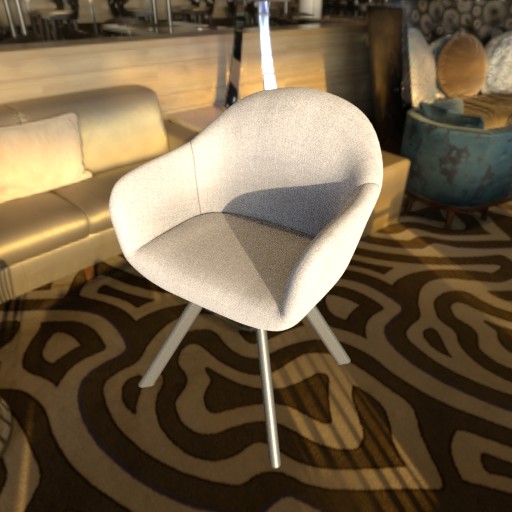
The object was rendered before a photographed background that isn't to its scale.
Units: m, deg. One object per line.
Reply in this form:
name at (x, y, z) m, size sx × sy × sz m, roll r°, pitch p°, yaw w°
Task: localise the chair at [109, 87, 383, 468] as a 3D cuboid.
chair at (0.000, 0.000, 1.201) m, size 0.590 × 0.795 × 0.550 m, roll 19°, pitch 36°, yaw 28°
